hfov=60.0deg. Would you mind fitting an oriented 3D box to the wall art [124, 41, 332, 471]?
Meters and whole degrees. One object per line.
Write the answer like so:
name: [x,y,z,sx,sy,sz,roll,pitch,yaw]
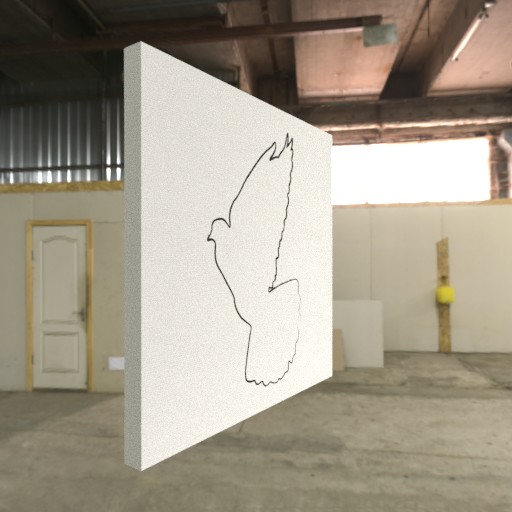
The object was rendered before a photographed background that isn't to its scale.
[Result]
wall art: [0.000,0.000,0.887,0.038,0.610,0.610,0,0,36]
